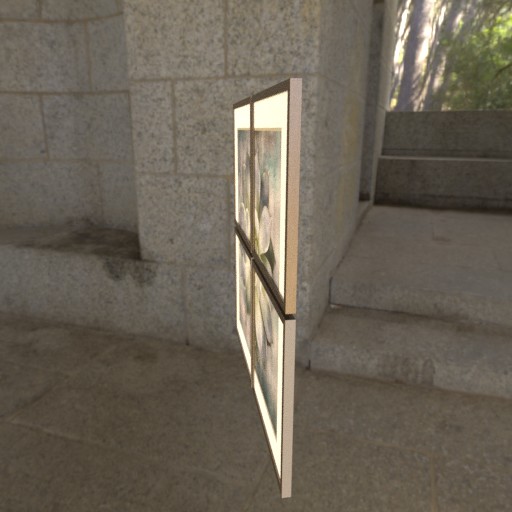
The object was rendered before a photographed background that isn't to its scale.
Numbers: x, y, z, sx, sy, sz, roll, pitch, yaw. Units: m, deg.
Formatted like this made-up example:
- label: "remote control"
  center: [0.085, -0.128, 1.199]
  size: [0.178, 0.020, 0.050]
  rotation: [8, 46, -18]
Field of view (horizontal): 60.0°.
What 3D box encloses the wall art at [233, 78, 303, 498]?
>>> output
- label: "wall art"
  center: [0.000, 0.000, 1.514]
  size: [0.030, 1.032, 1.032]
  rotation: [-3, 16, -9]
